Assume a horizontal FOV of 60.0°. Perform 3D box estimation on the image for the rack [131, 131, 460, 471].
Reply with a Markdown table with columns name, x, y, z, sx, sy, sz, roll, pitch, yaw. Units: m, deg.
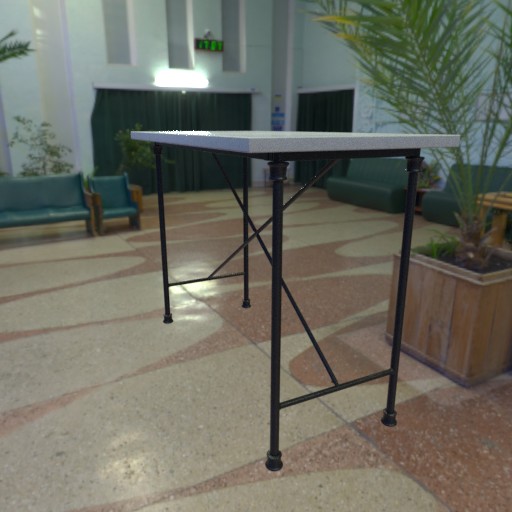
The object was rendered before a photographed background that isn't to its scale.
| name | x | y | z | sx | sy | sz | roll | pitch | yaw |
| --- | --- | --- | --- | --- | --- | --- | --- | --- | --- |
| rack | 0.000 | 0.000 | 1.643 | 0.613 | 0.880 | 1.159 | -8 | 18 | -26 |
